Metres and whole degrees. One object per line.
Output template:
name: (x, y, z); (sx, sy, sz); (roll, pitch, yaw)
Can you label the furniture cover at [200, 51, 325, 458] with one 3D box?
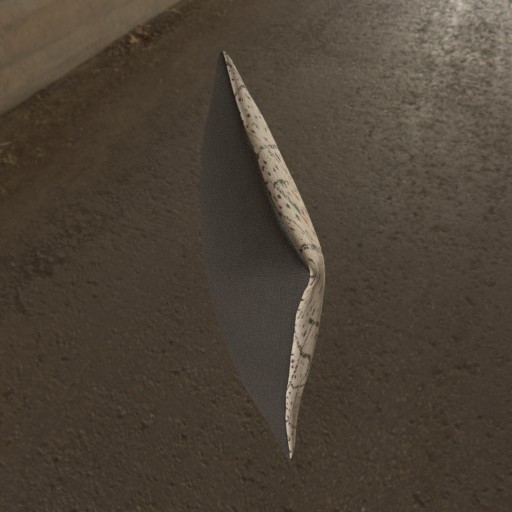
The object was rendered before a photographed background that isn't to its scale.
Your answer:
furniture cover: (0.000, 0.000, 0.770); (0.180, 0.498, 0.525); (-9, 47, -8)
